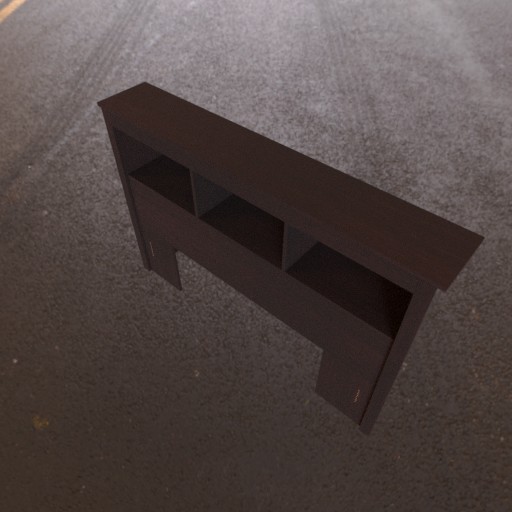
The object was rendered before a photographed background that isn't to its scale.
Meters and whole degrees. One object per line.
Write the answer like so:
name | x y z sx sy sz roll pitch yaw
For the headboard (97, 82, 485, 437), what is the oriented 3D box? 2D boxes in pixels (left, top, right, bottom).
headboard | 0.000 0.000 2.097 1.671 1.092 0.279 32 54 27
